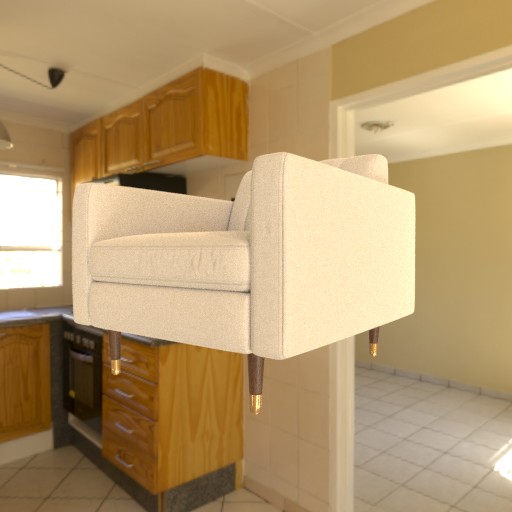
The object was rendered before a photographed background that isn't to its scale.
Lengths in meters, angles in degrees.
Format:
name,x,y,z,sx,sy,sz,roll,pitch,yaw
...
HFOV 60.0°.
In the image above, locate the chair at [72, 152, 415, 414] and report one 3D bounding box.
name,x,y,z,sx,sy,sz,roll,pitch,yaw
chair,0.000,0.000,1.678,0.953,0.819,0.998,1,1,37
